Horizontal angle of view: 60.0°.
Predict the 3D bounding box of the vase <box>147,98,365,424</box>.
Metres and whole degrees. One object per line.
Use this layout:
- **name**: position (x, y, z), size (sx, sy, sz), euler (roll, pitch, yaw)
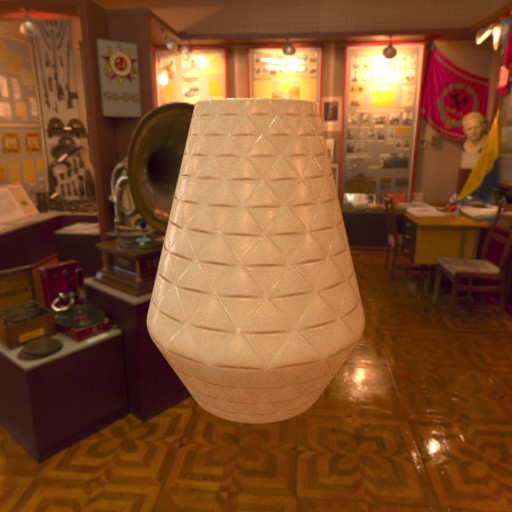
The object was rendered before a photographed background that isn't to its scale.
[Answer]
- **vase**: position (0.000, 0.000, 0.352), size (0.175, 0.230, 0.175), euler (0, 15, 0)
